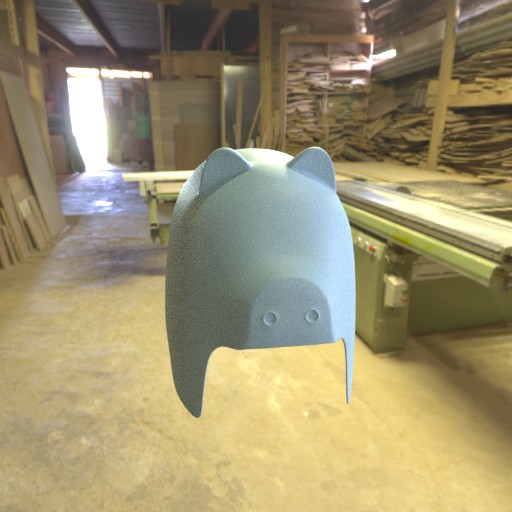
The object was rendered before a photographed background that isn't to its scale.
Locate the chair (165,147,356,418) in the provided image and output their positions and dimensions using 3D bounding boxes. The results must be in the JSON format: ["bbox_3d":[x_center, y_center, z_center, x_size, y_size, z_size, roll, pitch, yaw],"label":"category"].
[{"bbox_3d":[0.000,0.000,0.859,0.364,0.423,0.619,-2,17,-8],"label":"chair"}]
